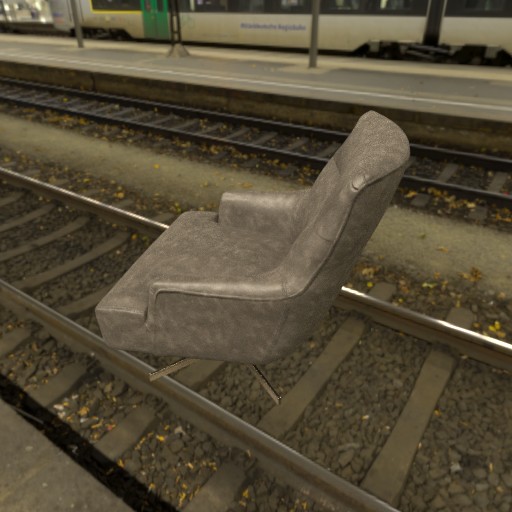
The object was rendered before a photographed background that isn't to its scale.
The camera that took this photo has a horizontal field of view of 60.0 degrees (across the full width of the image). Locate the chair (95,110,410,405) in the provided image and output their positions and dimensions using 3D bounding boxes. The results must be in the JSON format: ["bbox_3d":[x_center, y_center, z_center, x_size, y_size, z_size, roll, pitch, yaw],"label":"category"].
[{"bbox_3d":[0.000,0.000,1.520,0.874,0.870,0.738,7,31,12],"label":"chair"}]
